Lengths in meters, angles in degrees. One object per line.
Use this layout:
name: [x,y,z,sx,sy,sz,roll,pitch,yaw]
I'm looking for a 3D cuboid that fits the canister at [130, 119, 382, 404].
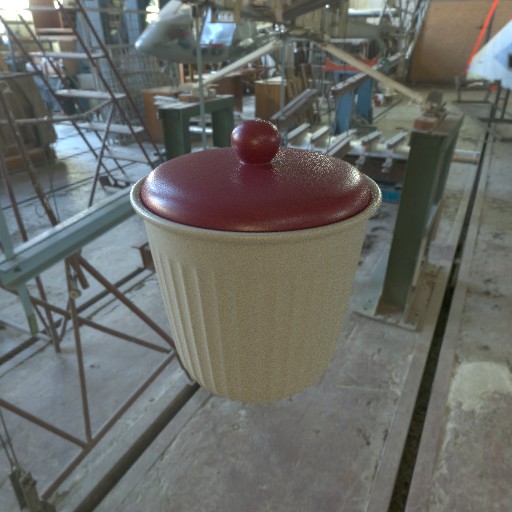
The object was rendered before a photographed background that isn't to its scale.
canister: [0.000,0.000,0.354,0.181,0.211,0.181,0,27,0]
